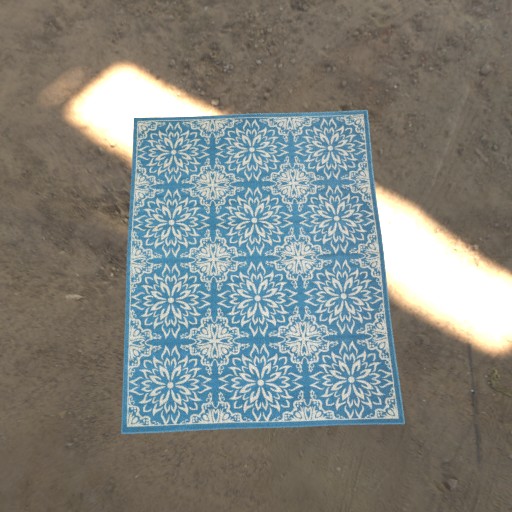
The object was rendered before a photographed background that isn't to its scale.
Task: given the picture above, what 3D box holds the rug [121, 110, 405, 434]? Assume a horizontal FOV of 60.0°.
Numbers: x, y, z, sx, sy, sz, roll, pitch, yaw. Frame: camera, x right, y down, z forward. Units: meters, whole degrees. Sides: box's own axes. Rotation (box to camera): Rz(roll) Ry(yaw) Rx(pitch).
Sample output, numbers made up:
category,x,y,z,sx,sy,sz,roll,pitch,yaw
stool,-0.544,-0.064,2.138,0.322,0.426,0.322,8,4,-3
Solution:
category,x,y,z,sx,sy,sz,roll,pitch,yaw
rug,0.000,0.000,4.043,2.350,0.018,2.964,-2,74,-1
